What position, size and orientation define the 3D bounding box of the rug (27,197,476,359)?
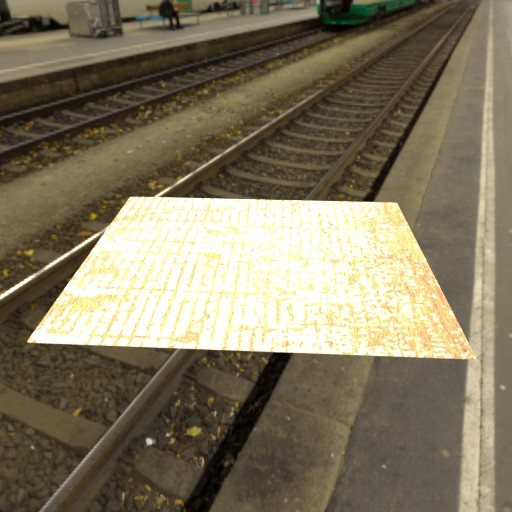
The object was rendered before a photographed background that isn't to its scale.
[{"bbox_3d":[0.000,0.000,4.034,3.050,0.011,2.441,2,32,3],"label":"rug"}]
